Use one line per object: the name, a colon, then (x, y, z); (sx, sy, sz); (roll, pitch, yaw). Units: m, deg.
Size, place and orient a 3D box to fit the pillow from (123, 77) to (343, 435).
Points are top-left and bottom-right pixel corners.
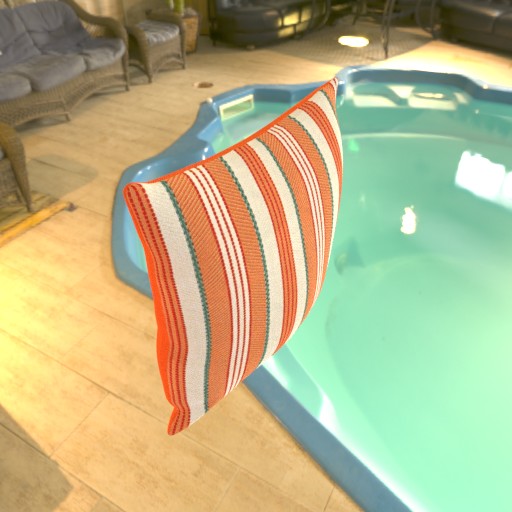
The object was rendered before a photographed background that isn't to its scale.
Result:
pillow: (0.000, 0.000, 0.683); (0.182, 0.441, 0.440); (24, 45, 27)
